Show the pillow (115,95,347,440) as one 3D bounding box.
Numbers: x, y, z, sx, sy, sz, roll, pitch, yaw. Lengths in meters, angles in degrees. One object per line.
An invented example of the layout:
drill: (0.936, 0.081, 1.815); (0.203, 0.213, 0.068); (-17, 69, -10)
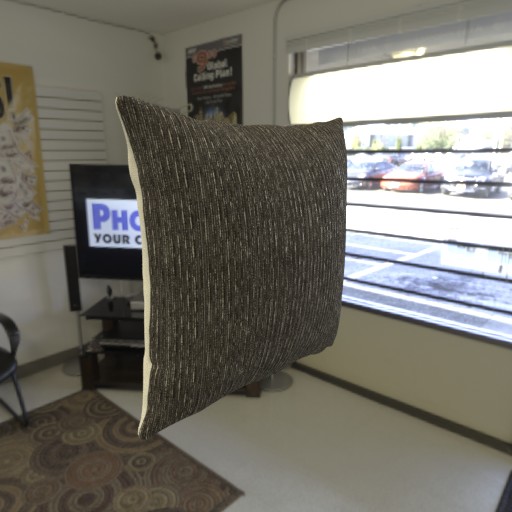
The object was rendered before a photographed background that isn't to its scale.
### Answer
pillow: (0.000, 0.000, 0.683); (0.433, 0.434, 0.196); (-13, 18, -43)
